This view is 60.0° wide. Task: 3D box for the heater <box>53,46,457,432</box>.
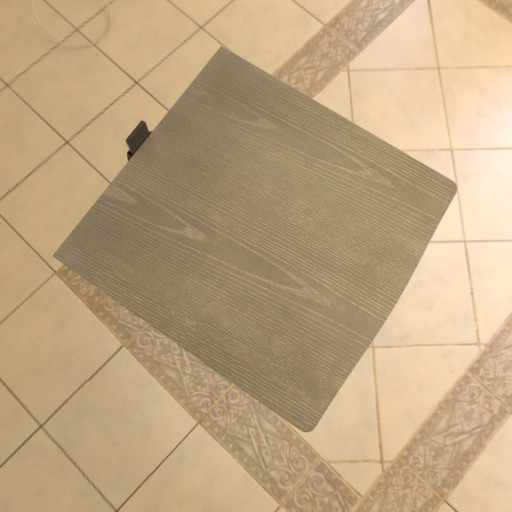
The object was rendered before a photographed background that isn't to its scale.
[{"bbox_3d":[0.000,0.000,0.754,0.400,0.481,0.362,33,78,8],"label":"heater"}]
